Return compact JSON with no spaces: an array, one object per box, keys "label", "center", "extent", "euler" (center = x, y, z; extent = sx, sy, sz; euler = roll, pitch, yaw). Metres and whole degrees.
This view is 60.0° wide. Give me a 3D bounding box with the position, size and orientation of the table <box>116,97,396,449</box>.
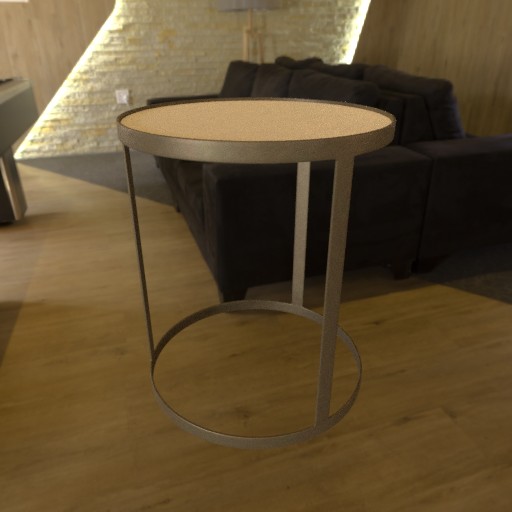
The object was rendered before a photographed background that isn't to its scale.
[{"label":"table","center":[0.000,0.000,0.913],"extent":[0.480,0.565,0.480],"euler":[0,26,0]}]
